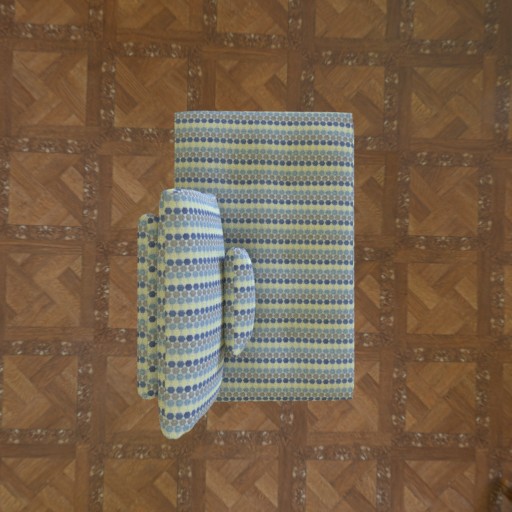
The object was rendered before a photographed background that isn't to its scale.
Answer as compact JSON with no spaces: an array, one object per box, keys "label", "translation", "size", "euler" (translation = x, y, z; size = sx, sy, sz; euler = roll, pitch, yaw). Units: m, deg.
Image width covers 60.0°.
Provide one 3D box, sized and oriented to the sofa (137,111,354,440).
[{"label":"sofa","translation":[0.000,0.000,2.078],"size":[1.000,0.820,1.450],"euler":[0,90,-2]}]
